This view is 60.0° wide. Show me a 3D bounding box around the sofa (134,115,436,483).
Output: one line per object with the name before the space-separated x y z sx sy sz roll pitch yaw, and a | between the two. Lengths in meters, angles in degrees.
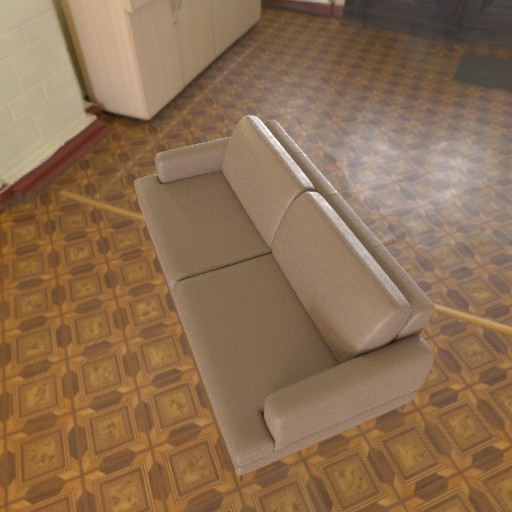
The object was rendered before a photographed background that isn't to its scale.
sofa | 0.000 0.000 2.439 0.974 0.765 1.940 -17 49 -15
